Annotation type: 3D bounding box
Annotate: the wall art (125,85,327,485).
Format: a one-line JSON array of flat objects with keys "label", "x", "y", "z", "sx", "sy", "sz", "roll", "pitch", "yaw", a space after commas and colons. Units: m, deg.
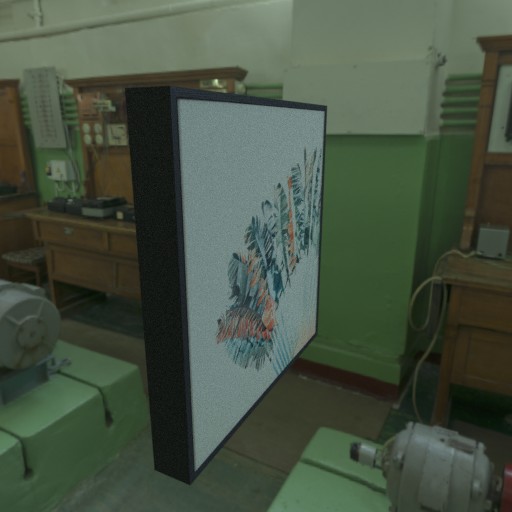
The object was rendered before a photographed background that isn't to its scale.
[{"label": "wall art", "x": 0.000, "y": 0.000, "z": 0.450, "sx": 0.036, "sy": 0.300, "sz": 0.302, "roll": 8, "pitch": 18, "yaw": 26}]
